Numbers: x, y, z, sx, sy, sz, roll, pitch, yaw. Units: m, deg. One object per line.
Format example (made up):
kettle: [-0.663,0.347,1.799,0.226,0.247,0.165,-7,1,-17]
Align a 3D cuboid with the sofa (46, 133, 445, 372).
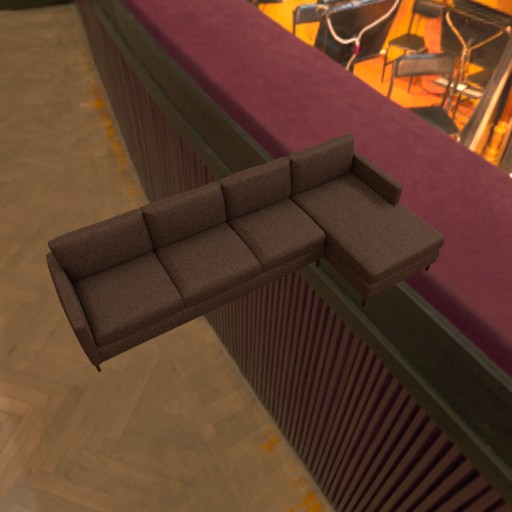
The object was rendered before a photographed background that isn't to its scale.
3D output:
sofa: [0.000,0.000,3.915,3.221,0.892,1.483,-24,51,-21]
